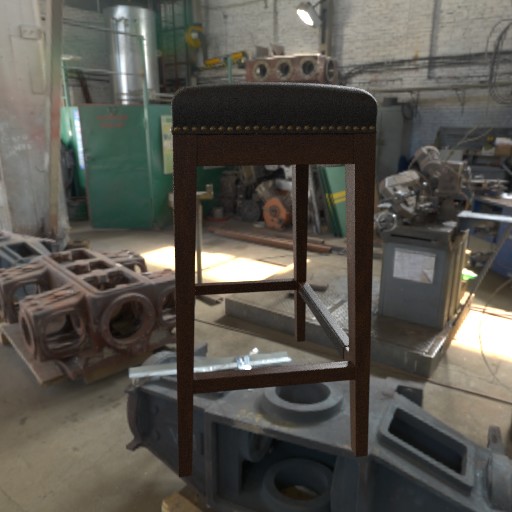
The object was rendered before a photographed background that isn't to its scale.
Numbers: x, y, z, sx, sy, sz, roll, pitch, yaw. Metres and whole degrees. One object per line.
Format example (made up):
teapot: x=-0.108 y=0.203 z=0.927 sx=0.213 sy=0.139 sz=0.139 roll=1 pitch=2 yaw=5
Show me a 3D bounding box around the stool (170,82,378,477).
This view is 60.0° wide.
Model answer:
stool: x=0.000 y=0.000 z=0.949 sx=0.353 sy=0.664 sz=0.490 roll=-3 pitch=17 yaw=-8
